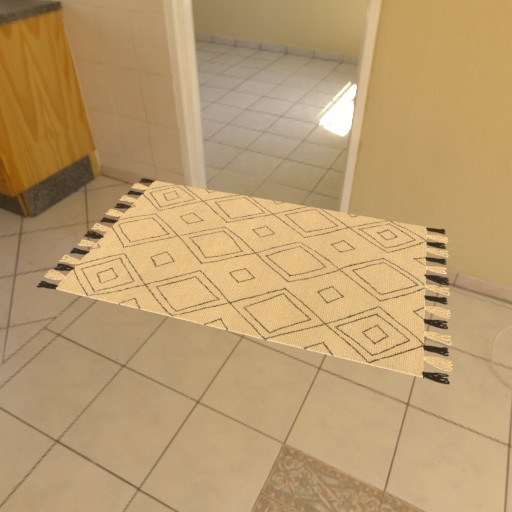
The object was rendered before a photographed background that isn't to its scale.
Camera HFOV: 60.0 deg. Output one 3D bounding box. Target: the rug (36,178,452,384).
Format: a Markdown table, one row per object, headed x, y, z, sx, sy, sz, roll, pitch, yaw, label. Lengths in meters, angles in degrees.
| x | y | z | sx | sy | sz | roll | pitch | yaw | label |
| --- | --- | --- | --- | --- | --- | --- | --- | --- | --- |
| 0.000 | 0.000 | 3.311 | 2.755 | 0.021 | 1.524 | 11 | 42 | 13 | rug |
